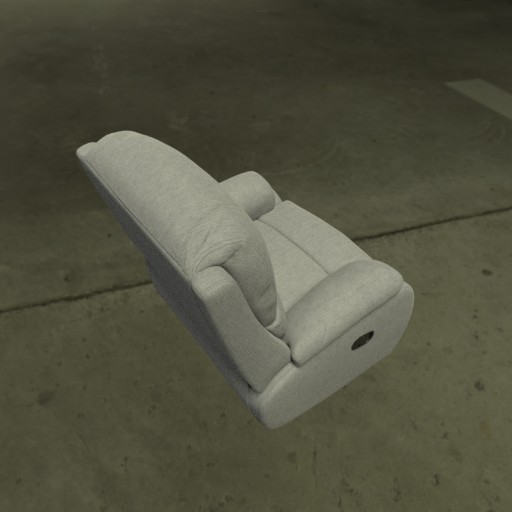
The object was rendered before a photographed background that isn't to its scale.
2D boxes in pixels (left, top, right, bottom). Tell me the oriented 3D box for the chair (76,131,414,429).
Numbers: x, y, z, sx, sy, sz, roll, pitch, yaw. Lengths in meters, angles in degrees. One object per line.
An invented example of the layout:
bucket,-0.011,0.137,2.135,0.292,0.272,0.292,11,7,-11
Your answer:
chair,0.000,0.000,1.689,0.899,1.011,0.930,-25,46,-26
